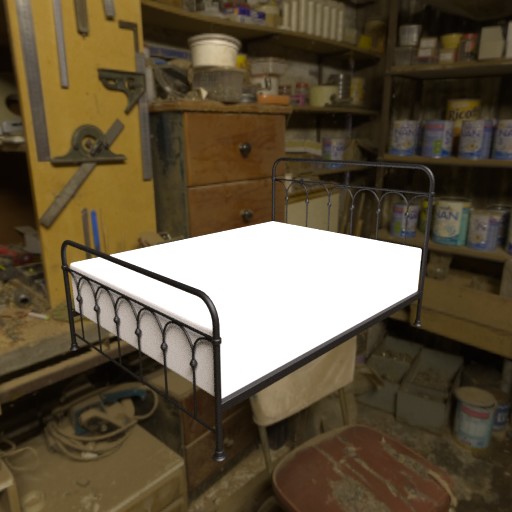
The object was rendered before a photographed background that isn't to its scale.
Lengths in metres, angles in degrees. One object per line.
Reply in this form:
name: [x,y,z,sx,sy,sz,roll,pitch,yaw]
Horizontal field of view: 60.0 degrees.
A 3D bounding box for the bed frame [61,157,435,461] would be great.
bed frame: [0.000,0.000,3.244,1.664,1.276,2.203,15,21,42]
